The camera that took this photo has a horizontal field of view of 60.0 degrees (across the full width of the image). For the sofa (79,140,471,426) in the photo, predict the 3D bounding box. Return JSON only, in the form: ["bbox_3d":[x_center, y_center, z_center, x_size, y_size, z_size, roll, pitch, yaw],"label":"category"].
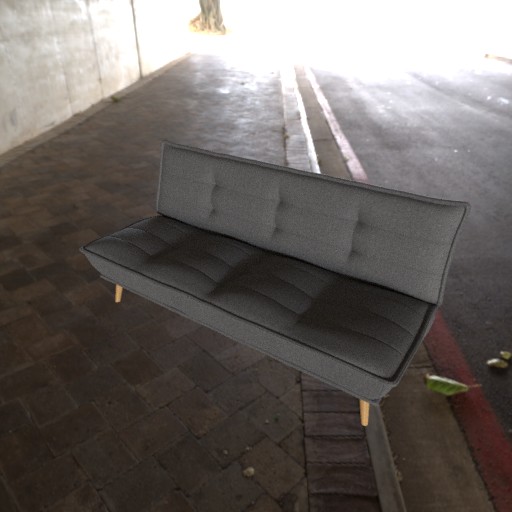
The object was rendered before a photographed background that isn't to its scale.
[{"bbox_3d":[0.000,0.000,2.468,1.940,0.890,0.950,19,34,30],"label":"sofa"}]
